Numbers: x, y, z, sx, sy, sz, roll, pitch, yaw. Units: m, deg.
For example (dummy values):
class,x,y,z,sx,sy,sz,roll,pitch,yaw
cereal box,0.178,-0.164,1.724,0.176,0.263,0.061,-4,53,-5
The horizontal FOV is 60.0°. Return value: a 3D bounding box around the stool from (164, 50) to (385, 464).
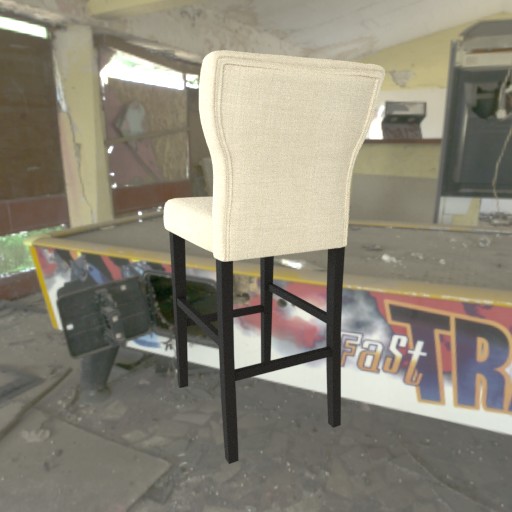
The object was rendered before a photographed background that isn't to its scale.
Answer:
class,x,y,z,sx,sy,sz,roll,pitch,yaw
stool,0.000,0.000,1.454,0.516,1.124,0.603,-7,15,-27
